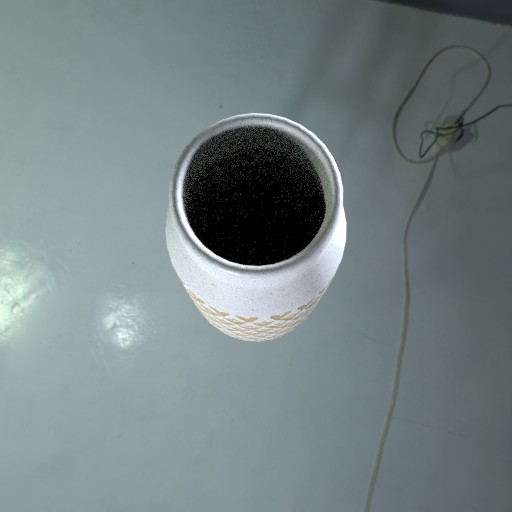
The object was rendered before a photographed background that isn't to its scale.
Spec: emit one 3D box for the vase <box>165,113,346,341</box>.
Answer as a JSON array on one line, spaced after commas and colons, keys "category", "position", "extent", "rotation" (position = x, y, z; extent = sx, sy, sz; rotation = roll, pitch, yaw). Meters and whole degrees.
[{"category": "vase", "position": [0.000, 0.000, 0.377], "extent": [0.137, 0.307, 0.137], "rotation": [0, 77, 0]}]
